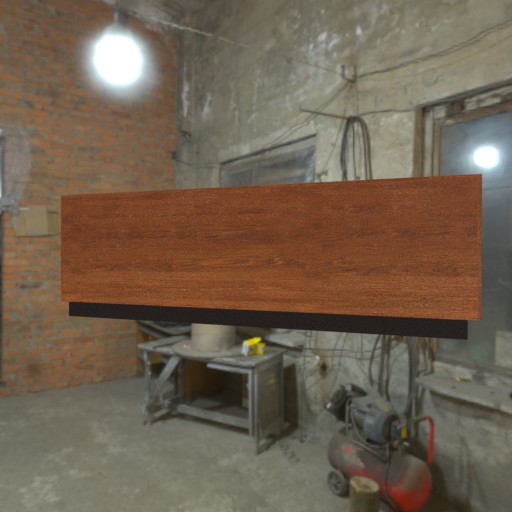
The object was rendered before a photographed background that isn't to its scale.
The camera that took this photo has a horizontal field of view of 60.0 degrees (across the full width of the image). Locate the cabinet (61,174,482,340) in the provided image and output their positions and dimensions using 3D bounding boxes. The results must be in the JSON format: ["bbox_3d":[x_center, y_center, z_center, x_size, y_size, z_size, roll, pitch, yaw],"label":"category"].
[{"bbox_3d":[0.000,0.000,1.810,1.600,0.510,0.419,0,1,19],"label":"cabinet"}]
